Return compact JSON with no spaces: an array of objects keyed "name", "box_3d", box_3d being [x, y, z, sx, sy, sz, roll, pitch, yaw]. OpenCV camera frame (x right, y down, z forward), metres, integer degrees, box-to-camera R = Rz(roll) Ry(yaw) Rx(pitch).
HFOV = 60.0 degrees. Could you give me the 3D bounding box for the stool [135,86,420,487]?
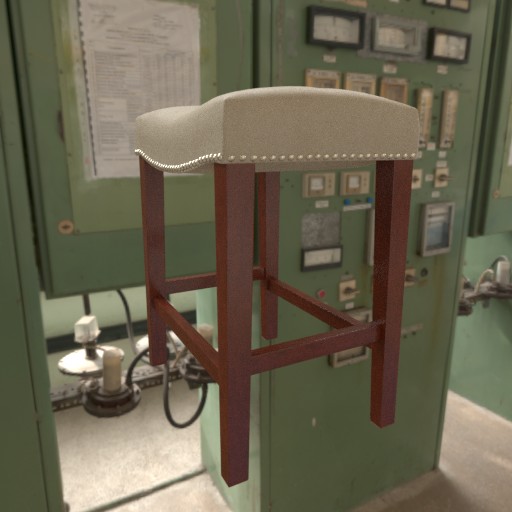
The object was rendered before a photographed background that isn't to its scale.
[{"name":"stool","box_3d":[0.000,0.000,0.944,0.375,0.632,0.509,-7,16,-27]}]
